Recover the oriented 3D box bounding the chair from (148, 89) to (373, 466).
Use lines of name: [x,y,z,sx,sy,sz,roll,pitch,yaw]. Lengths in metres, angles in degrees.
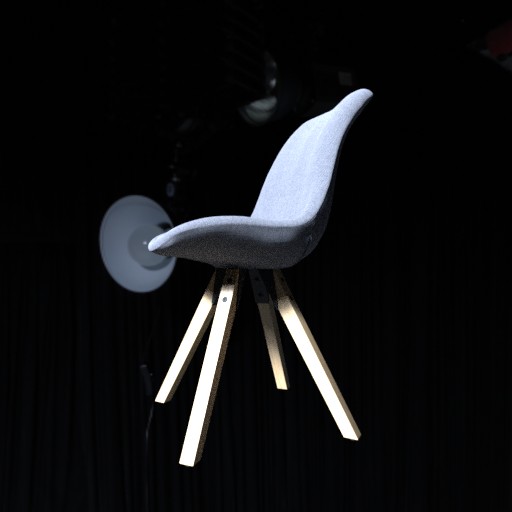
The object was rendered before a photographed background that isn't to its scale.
chair: [0.000,0.000,1.172,0.550,0.850,0.485,0,0,-20]
